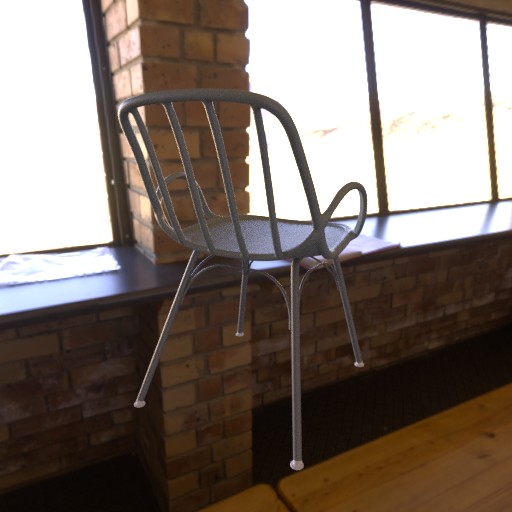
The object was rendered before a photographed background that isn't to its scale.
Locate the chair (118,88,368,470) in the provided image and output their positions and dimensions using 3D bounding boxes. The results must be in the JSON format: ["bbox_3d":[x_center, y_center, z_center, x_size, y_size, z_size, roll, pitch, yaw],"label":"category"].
[{"bbox_3d":[0.000,0.000,1.218,0.549,0.816,0.597,9,18,28],"label":"chair"}]
